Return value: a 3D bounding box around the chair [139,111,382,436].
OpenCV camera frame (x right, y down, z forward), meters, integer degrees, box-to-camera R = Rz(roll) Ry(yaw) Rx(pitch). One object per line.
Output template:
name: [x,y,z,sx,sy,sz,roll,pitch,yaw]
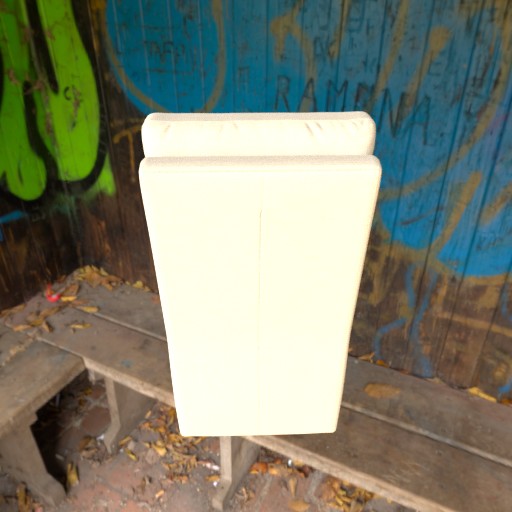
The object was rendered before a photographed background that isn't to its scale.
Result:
chair: [0.000,0.000,1.341,0.503,0.927,0.698,-1,30,-2]
